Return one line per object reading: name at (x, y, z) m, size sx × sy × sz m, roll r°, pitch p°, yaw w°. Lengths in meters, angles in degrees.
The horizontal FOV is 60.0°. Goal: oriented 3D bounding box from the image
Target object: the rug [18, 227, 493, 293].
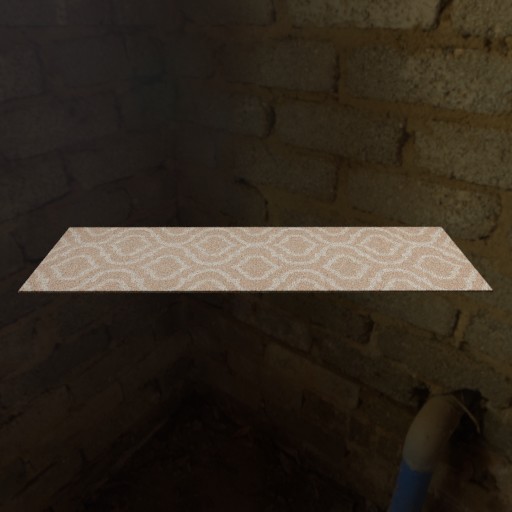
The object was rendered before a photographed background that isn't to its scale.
rug at (0.000, 0.000, 2.431) m, size 2.289 × 0.013 × 0.691 m, roll 0°, pitch 30°, yaw 0°
